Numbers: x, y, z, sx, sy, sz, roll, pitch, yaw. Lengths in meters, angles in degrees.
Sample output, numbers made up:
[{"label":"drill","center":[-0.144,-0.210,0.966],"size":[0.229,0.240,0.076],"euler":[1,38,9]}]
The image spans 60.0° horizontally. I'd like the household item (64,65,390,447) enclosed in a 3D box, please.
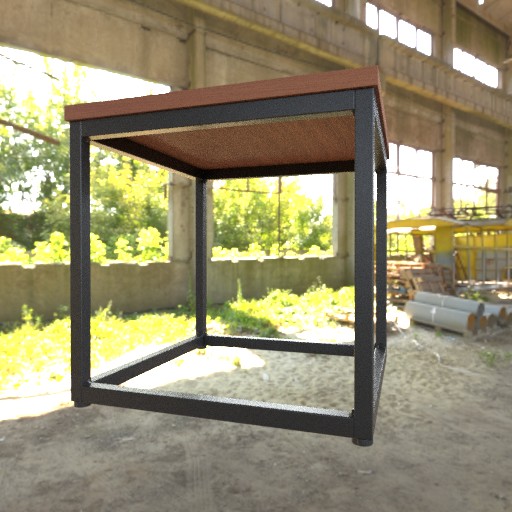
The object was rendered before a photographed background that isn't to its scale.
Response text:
[{"label":"household item","center":[0.000,0.000,0.713],"size":[0.400,0.400,0.400],"euler":[0,1,19]}]
